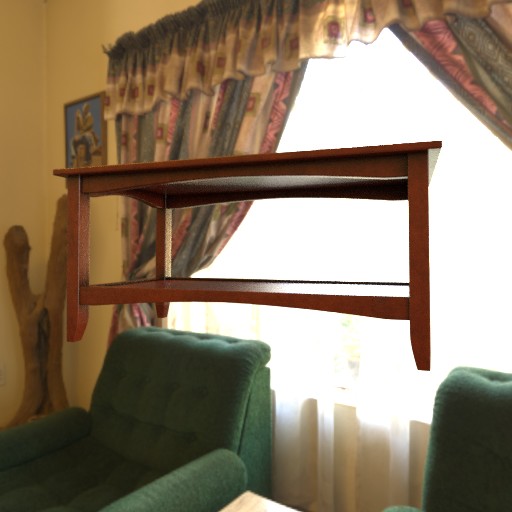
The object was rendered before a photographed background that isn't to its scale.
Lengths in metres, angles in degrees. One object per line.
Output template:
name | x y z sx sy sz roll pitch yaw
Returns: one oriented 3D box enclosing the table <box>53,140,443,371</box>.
table | 0.000 0.000 1.259 0.943 0.456 0.533 0 1 19
